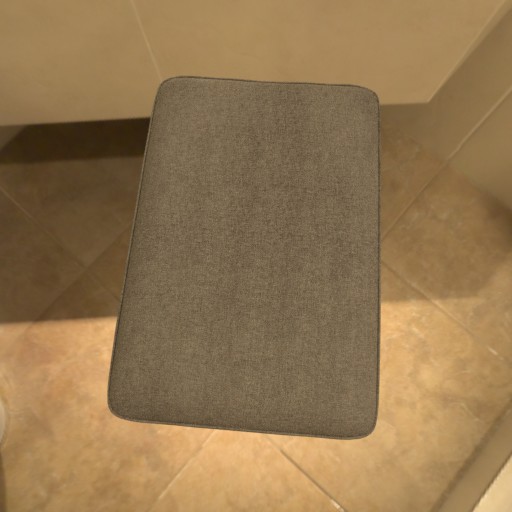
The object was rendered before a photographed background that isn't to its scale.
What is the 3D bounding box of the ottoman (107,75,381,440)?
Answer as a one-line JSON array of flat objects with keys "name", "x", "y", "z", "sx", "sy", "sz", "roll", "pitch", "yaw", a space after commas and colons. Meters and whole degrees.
[{"name": "ottoman", "x": 0.000, "y": 0.000, "z": 1.139, "sx": 0.561, "sy": 0.457, "sz": 0.813, "roll": 4, "pitch": 76, "yaw": 1}]
